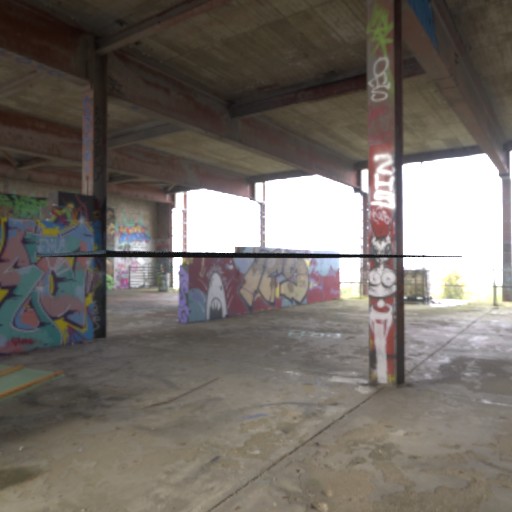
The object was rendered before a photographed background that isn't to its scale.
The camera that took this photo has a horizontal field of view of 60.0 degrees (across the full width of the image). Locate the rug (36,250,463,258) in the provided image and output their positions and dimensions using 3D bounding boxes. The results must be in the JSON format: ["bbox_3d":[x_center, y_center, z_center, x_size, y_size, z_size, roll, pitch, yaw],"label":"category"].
[{"bbox_3d":[0.000,0.000,2.969,2.449,0.015,1.530,0,-1,-35],"label":"rug"}]
